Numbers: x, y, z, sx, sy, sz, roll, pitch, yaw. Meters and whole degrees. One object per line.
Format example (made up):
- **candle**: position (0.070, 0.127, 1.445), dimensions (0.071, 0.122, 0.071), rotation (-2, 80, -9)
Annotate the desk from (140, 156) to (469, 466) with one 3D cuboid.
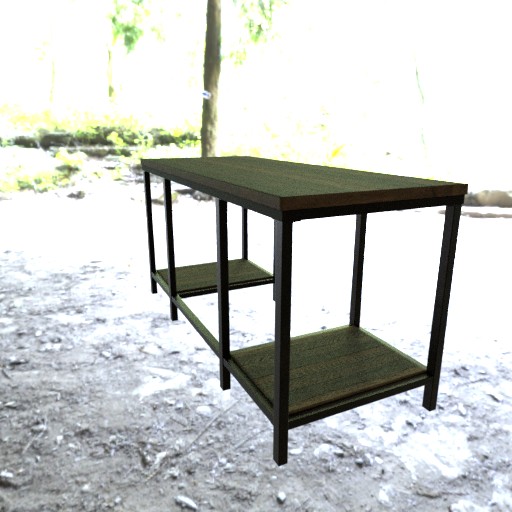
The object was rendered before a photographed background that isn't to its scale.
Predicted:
- **desk**: position (0.000, 0.000, 1.917), dimensions (0.617, 0.753, 1.538), rotation (-8, 18, -25)
